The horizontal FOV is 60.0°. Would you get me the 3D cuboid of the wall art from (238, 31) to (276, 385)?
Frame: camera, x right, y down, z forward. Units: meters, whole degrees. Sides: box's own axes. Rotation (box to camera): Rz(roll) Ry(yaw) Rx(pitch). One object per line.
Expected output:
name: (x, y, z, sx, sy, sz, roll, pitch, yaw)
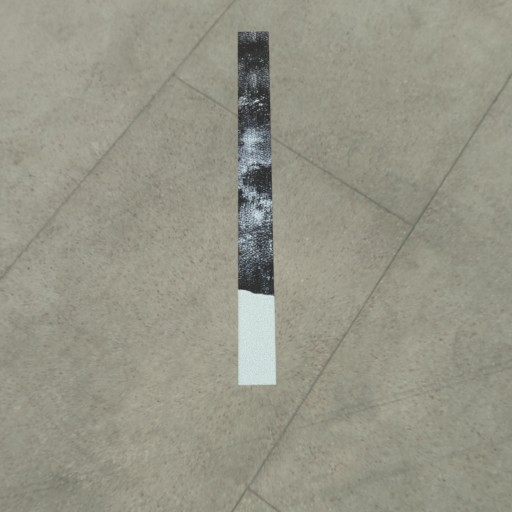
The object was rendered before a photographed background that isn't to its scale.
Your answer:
wall art: (0.000, 0.000, 0.779, 0.039, 0.610, 0.407, -1, 77, 0)
